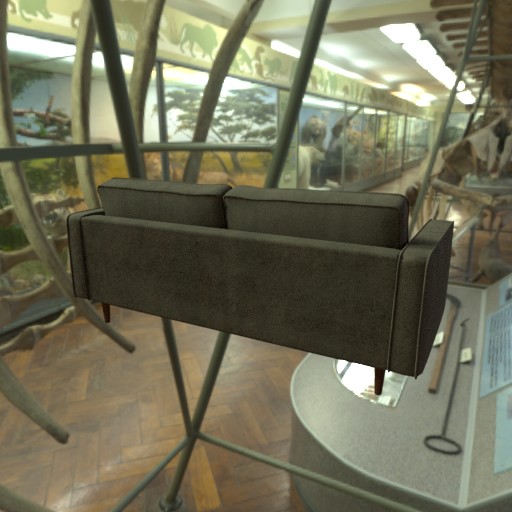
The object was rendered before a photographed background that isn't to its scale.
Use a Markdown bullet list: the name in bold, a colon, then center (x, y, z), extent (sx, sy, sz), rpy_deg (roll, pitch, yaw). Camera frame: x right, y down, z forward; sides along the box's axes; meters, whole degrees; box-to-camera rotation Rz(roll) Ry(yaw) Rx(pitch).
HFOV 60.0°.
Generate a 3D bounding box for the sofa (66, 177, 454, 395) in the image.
- **sofa**: center (0.000, 0.000, 2.429), extent (1.920, 0.825, 0.924), rpy_deg (8, 17, 27)
